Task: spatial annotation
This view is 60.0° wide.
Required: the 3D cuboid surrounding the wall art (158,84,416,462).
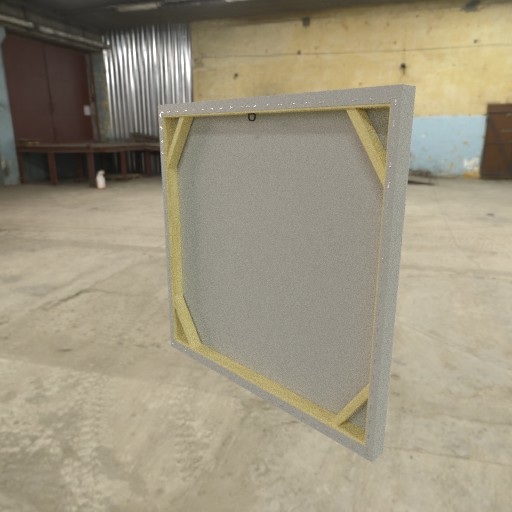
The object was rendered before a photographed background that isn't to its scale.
[{"bbox_3d":[0.000,0.000,0.904,0.038,0.610,0.610,-14,21,-42],"label":"wall art"}]
